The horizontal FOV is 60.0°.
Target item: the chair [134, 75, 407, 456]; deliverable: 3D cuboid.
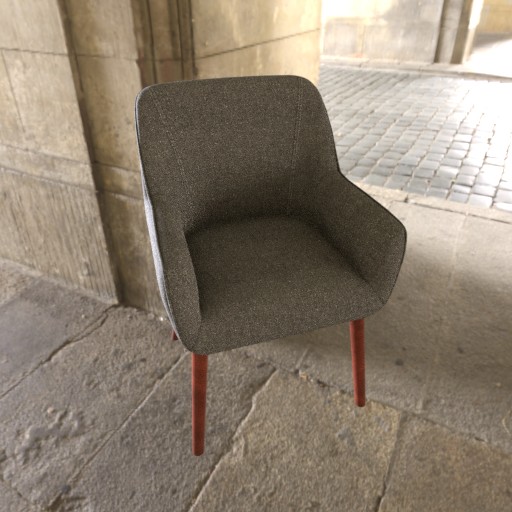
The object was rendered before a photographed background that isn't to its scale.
[{"bbox_3d":[0.000,0.000,1.164,0.543,0.803,0.519,-10,34,-16],"label":"chair"}]
